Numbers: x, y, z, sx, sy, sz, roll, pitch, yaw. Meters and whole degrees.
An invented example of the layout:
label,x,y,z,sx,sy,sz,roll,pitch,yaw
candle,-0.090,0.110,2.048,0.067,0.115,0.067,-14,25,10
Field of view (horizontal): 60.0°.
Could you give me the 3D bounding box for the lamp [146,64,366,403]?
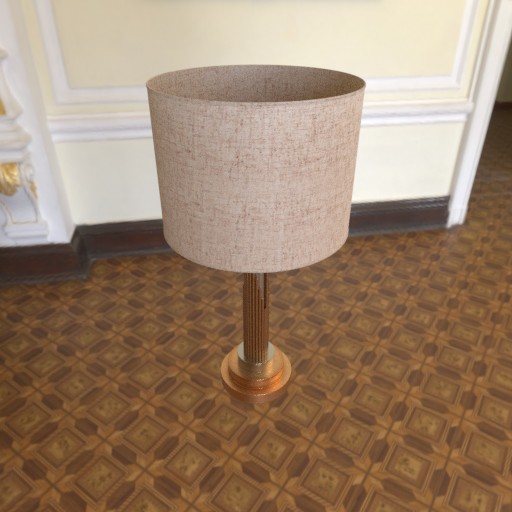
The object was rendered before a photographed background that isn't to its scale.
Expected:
label,x,y,z,sx,sy,sz,roll,pitch,yaw
lamp,0.000,0.000,0.815,0.321,0.610,0.321,1,31,2
